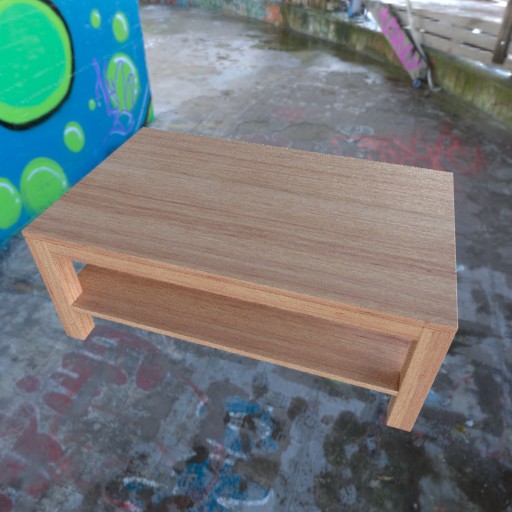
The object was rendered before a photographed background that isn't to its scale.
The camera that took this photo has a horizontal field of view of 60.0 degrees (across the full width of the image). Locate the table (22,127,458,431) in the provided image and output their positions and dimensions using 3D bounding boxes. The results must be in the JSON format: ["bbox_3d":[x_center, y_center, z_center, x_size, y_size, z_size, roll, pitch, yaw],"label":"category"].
[{"bbox_3d":[0.000,0.000,1.497,1.146,0.457,0.695,12,42,13],"label":"table"}]
